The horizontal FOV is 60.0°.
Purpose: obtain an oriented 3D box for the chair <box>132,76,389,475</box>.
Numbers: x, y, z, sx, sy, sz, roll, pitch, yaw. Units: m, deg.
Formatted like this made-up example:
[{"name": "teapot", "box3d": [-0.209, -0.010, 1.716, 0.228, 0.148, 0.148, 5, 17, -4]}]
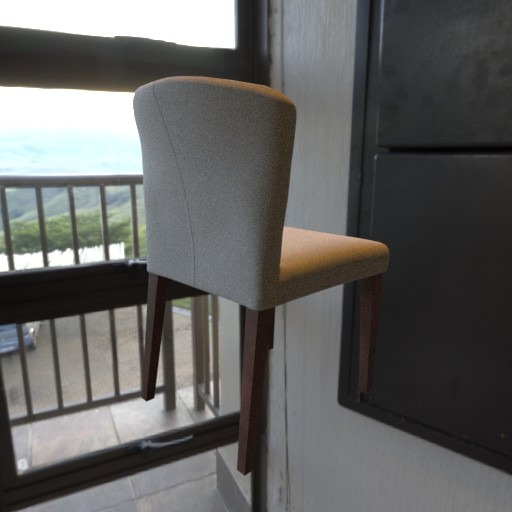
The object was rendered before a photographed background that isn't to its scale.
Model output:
[{"name": "chair", "box3d": [0.000, 0.000, 1.198, 0.592, 0.839, 0.491, -12, 18, -42]}]
